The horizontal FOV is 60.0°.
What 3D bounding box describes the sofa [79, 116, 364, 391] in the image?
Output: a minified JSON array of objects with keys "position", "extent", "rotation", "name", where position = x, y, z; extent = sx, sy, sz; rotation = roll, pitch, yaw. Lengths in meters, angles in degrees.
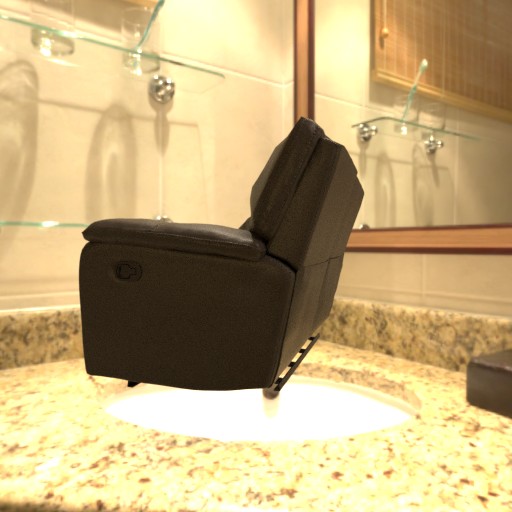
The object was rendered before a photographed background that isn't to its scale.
[{"position":[0.000,0.000,2.453],"extent":[1.104,1.111,1.765],"rotation":[1,2,17],"name":"sofa"}]
